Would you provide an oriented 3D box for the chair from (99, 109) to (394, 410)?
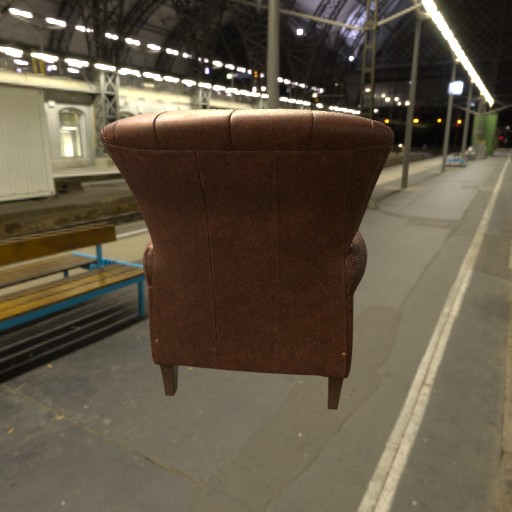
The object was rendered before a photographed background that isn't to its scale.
[{"bbox_3d":[0.000,0.000,1.921,0.979,1.162,1.031,2,15,8],"label":"chair"}]
